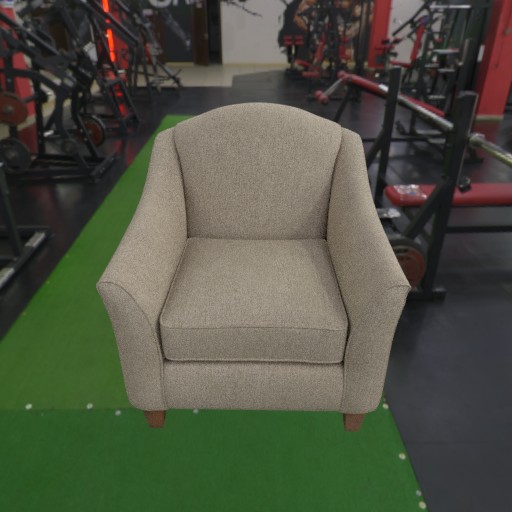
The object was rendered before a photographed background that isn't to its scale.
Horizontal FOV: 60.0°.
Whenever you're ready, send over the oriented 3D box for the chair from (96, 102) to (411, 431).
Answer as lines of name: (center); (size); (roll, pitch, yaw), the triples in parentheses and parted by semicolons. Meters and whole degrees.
chair: (0.000, 0.000, 1.447); (0.763, 0.839, 0.787); (1, 29, 1)
